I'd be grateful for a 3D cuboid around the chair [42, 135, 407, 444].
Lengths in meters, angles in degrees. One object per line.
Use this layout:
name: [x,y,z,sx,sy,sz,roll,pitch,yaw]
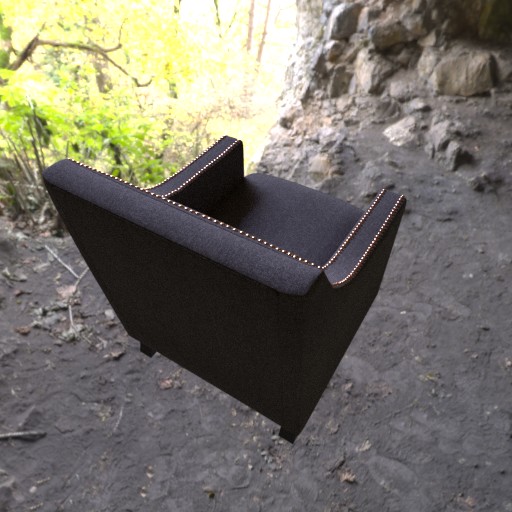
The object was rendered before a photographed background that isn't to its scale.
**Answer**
chair: [0.000,0.000,1.573,0.776,0.967,0.884,24,51,21]
